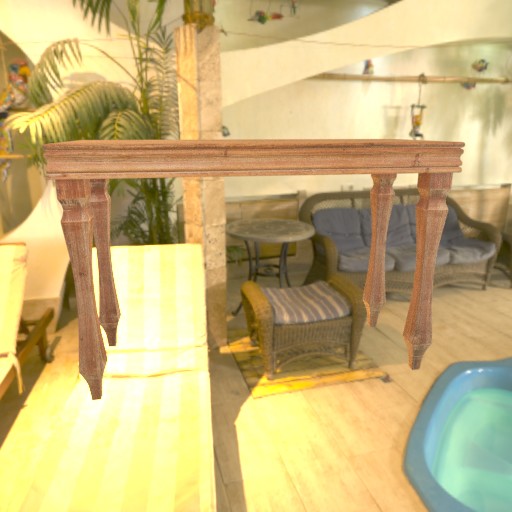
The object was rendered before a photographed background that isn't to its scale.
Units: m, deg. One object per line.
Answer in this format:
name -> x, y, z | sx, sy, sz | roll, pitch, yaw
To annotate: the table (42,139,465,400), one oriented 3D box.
table -> 0.000, 0.000, 1.738 | 1.330, 0.873, 0.522 | -3, 16, -9
